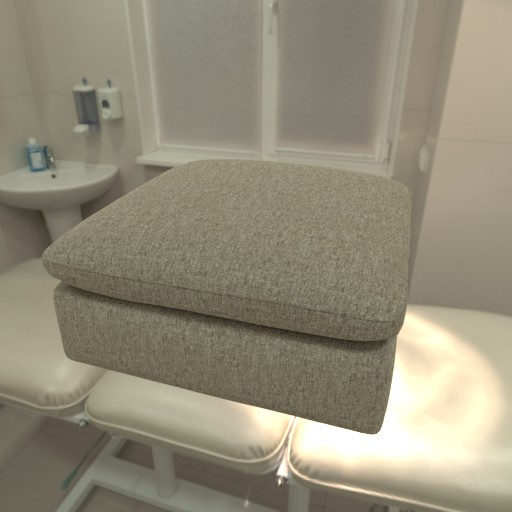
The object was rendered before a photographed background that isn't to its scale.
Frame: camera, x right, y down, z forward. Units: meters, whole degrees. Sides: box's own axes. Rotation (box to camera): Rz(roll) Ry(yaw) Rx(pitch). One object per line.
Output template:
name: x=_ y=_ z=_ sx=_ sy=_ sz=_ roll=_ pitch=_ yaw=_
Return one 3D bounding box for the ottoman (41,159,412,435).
ottoman: x=0.000 y=0.000 z=1.623 sx=1.039 sy=0.526 sz=1.035 roll=9 pitch=29 yaw=16
